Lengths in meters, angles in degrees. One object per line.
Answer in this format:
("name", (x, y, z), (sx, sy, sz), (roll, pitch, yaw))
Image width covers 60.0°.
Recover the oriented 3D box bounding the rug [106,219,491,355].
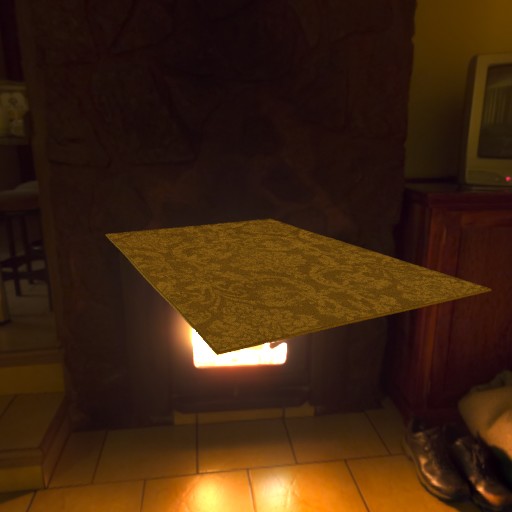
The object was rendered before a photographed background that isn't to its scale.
("rug", (0.000, 0.000, 2.308), (1.206, 0.012, 1.824), (-8, 17, -27))
